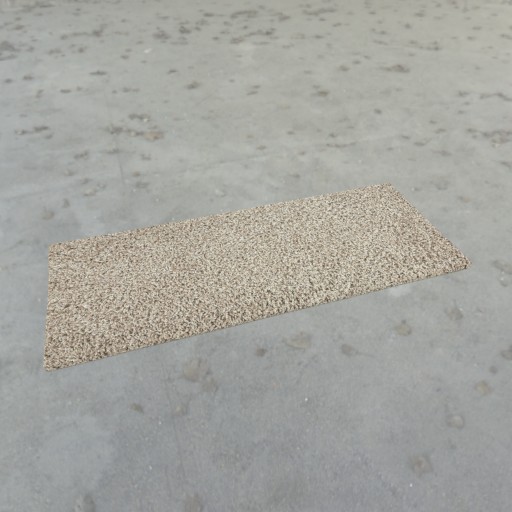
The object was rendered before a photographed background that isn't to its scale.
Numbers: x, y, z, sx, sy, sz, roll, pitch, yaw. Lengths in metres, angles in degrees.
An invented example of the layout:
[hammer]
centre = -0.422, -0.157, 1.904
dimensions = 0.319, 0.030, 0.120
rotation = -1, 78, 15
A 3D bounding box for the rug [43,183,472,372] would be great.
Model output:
[rug]
centre = 0.000, 0.000, 1.713
dimensions = 1.524, 0.030, 0.609
rotation = -12, 42, -13
